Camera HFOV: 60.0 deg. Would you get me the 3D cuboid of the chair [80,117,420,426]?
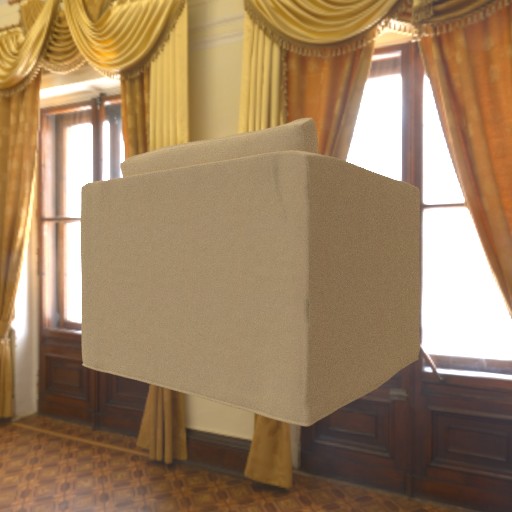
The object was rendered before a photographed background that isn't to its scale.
[{"bbox_3d":[0.000,0.000,1.779,1.057,0.851,0.947,0,1,37],"label":"chair"}]
